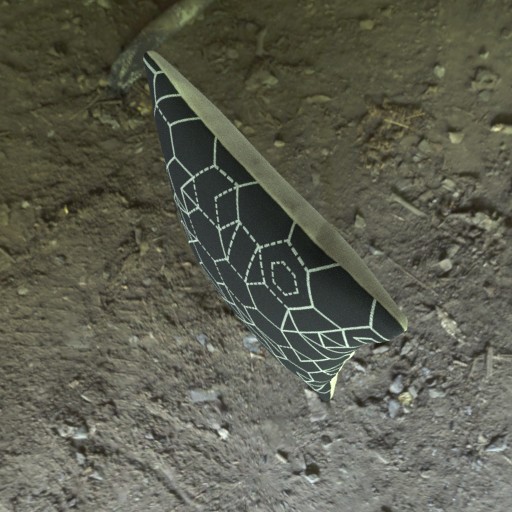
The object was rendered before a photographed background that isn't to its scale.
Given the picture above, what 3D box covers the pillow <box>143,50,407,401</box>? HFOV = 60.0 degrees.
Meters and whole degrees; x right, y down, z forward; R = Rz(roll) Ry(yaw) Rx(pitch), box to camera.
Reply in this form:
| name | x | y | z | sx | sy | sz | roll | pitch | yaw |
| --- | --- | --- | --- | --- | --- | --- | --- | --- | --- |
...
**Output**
| name | x | y | z | sx | sy | sz | roll | pitch | yaw |
| --- | --- | --- | --- | --- | --- | --- | --- | --- | --- |
| pillow | 0.000 | 0.000 | 0.772 | 0.158 | 0.508 | 0.517 | -34 | 69 | -15 |
